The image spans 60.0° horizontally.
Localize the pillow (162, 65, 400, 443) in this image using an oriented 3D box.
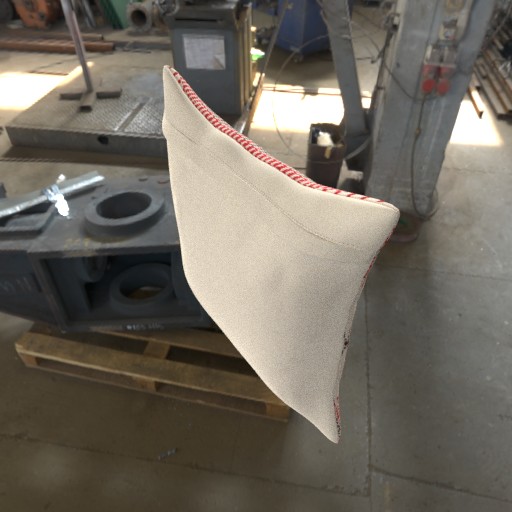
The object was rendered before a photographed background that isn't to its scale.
[{"bbox_3d":[0.000,0.000,0.692,0.160,0.454,0.463,-25,48,-26],"label":"pillow"}]
